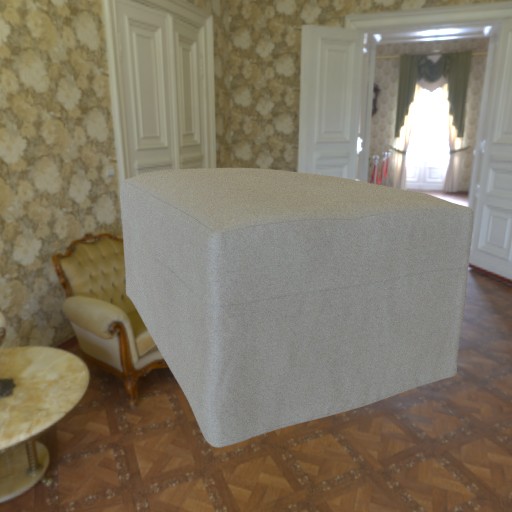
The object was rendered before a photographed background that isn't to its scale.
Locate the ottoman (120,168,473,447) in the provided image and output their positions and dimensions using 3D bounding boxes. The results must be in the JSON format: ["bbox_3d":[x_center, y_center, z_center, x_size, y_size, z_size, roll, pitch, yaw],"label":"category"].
[{"bbox_3d":[0.000,0.000,1.177,0.590,0.444,0.872,-7,17,-24],"label":"ottoman"}]
